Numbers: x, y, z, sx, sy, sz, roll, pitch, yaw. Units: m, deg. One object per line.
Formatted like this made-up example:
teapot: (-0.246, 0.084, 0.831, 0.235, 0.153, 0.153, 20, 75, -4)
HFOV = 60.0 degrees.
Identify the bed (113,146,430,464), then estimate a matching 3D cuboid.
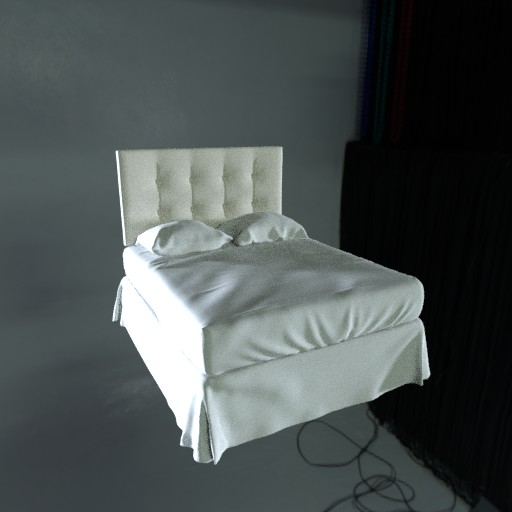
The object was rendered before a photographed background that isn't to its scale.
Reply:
bed: (0.000, 0.000, 3.493, 1.936, 1.577, 2.222, -9, 18, -27)
